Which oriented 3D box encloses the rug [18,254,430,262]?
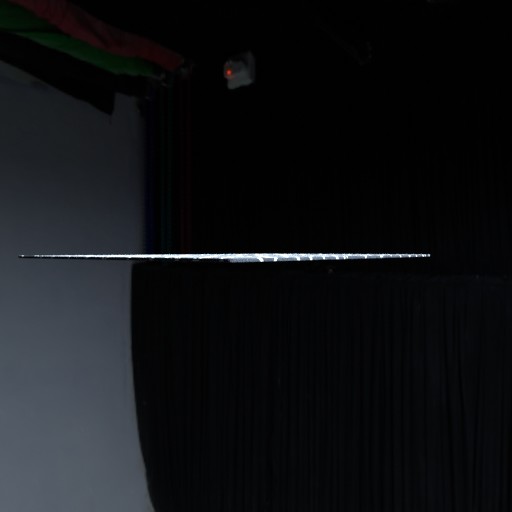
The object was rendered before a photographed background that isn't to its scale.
[{"bbox_3d":[0.000,0.000,2.281,1.223,0.013,1.830,0,1,37],"label":"rug"}]
